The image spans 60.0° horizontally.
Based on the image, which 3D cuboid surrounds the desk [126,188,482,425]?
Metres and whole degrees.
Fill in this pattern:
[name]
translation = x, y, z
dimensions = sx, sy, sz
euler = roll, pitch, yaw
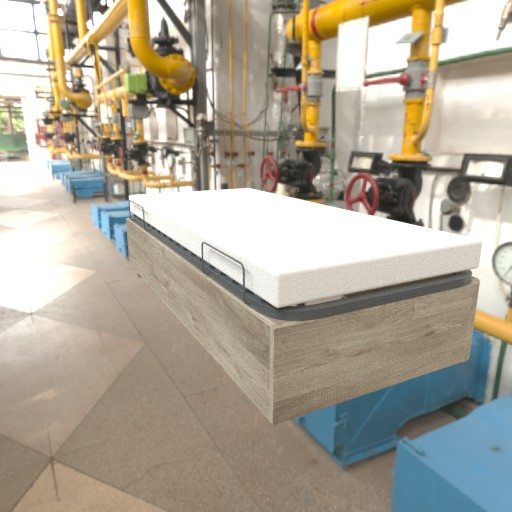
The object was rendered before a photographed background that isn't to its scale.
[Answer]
[desk]
translation = 0.000, 0.000, 2.231
dimensions = 0.900, 0.455, 1.900
euler = -8, 17, -27
